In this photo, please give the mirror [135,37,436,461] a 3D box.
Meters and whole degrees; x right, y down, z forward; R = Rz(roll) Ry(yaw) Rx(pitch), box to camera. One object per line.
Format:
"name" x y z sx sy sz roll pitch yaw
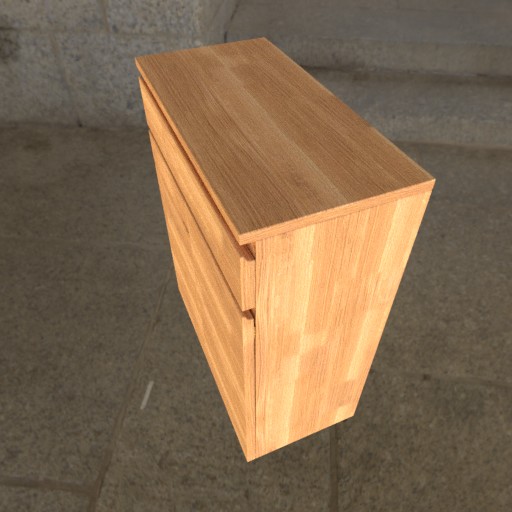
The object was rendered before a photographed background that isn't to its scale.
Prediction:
"mirror" 0.000 0.000 1.395 0.400 1.000 0.800 -17 48 -16
